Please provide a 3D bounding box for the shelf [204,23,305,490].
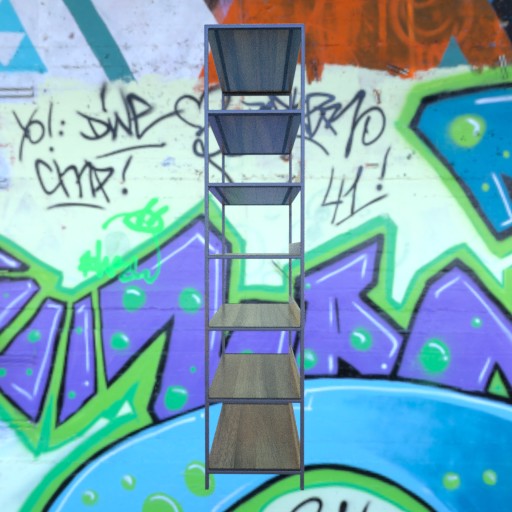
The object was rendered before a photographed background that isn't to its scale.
[{"bbox_3d":[0.000,0.000,2.328,0.431,2.015,0.847,0,1,1],"label":"shelf"}]
